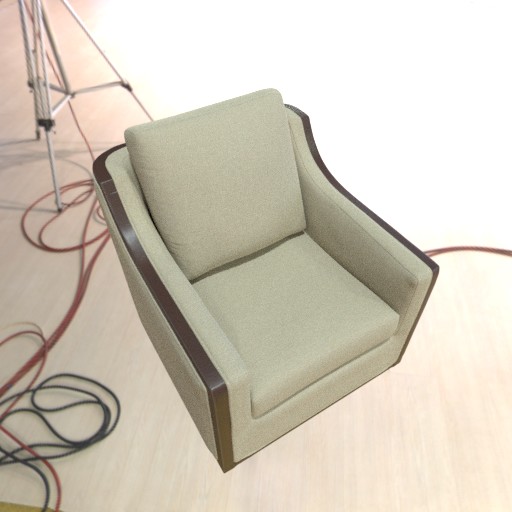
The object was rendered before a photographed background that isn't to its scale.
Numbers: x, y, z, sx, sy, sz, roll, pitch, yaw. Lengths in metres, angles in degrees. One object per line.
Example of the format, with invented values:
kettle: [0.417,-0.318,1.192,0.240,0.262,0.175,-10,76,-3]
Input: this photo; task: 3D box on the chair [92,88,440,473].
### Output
chair: [0.000,0.000,1.637,0.870,0.930,0.950,-24,50,-21]
